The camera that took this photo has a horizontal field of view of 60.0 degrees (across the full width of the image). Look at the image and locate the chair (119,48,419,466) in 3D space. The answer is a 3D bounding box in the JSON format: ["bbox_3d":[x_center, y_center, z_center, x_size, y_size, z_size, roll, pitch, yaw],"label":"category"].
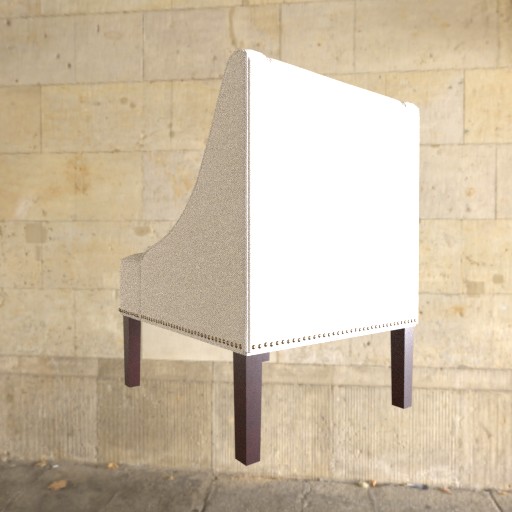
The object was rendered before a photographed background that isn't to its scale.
[{"bbox_3d":[0.000,0.000,1.376,0.628,0.872,0.748,-1,1,-37],"label":"chair"}]
